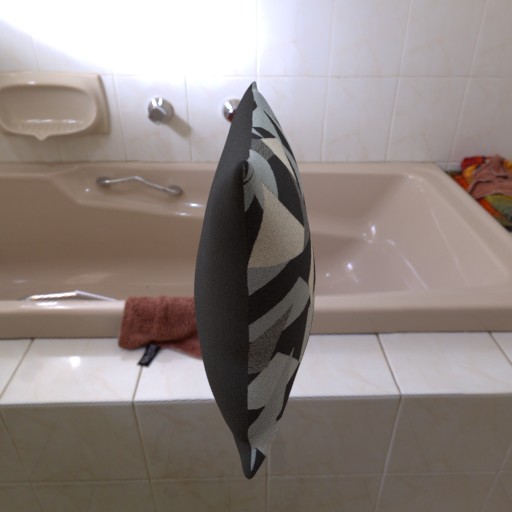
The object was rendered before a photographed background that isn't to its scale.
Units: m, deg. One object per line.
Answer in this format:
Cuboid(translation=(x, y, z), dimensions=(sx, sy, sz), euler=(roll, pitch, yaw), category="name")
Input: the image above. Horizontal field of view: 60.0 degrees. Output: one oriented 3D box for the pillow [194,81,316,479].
Cuboid(translation=(0.000, 0.000, 0.758), dimensions=(0.208, 0.496, 0.503), euler=(1, 31, 1), category="pillow")
